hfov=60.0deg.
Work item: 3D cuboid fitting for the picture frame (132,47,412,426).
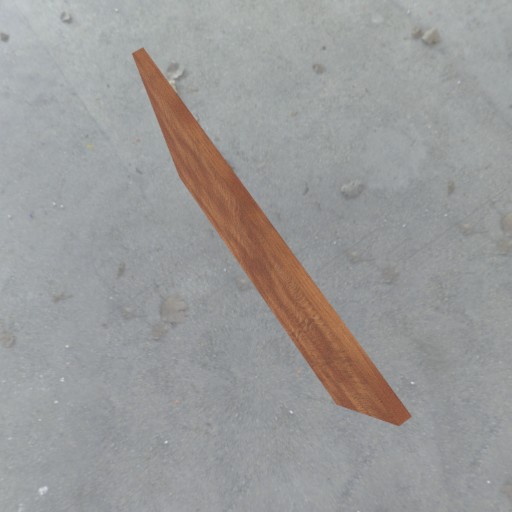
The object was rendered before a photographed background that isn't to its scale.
[{"bbox_3d":[0.000,0.000,1.202,0.029,0.640,0.950,-33,77,-8],"label":"picture frame"}]
